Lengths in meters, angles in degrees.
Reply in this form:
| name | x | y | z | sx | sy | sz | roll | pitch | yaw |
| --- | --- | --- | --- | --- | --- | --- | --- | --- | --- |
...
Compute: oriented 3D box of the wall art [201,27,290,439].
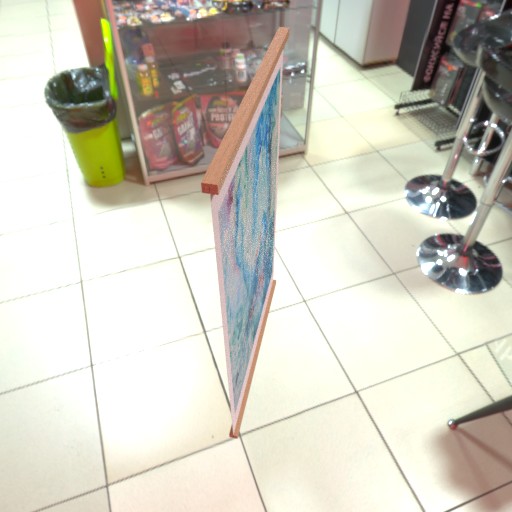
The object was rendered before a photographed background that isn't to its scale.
| name | x | y | z | sx | sy | sz | roll | pitch | yaw |
| --- | --- | --- | --- | --- | --- | --- | --- | --- | --- |
| wall art | 0.000 | 0.000 | 1.903 | 0.040 | 1.510 | 0.991 | 9 | 47 | 9 |
